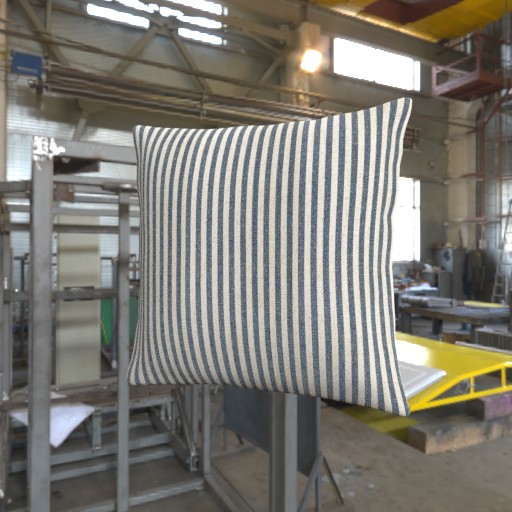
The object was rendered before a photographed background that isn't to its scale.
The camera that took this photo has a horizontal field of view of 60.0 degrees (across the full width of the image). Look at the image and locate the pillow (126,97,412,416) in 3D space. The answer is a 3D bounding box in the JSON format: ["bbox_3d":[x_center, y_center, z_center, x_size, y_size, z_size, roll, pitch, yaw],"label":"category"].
[{"bbox_3d":[0.000,0.000,0.788,0.523,0.510,0.166,0,0,18],"label":"pillow"}]
